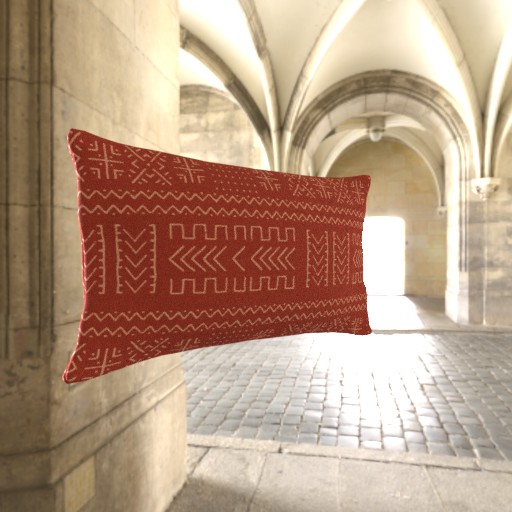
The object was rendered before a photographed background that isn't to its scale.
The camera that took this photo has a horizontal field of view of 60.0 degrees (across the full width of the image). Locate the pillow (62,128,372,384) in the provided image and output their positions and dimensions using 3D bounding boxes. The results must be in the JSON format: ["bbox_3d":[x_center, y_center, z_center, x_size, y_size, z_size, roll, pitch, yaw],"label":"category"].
[{"bbox_3d":[0.000,0.000,0.788,0.640,0.352,0.130,0,0,-36],"label":"pillow"}]
